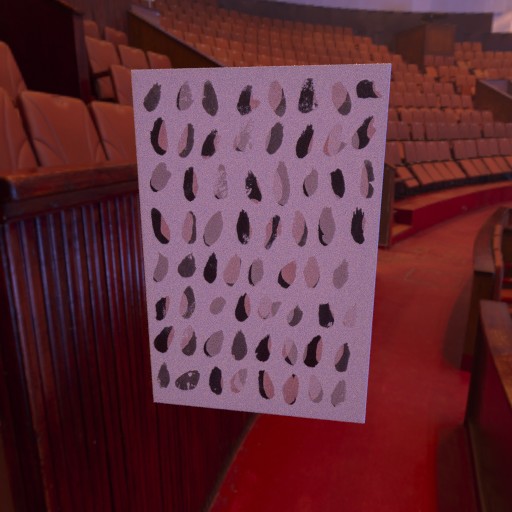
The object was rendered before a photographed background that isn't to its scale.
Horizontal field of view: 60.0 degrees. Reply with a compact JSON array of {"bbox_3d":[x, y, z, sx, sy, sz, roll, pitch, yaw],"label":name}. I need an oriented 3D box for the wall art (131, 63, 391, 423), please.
[{"bbox_3d":[0.000,0.000,1.162,0.610,0.916,0.037,3,15,9],"label":"wall art"}]
